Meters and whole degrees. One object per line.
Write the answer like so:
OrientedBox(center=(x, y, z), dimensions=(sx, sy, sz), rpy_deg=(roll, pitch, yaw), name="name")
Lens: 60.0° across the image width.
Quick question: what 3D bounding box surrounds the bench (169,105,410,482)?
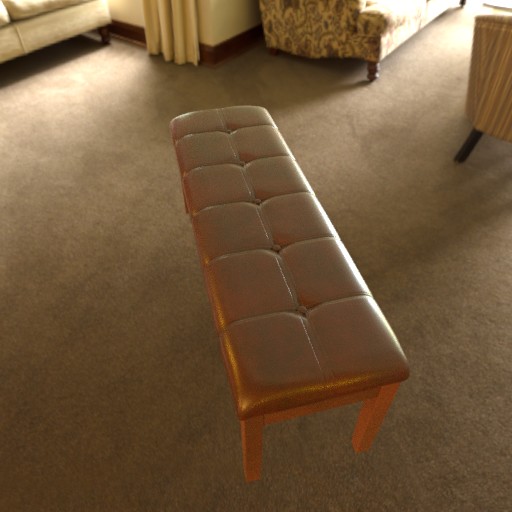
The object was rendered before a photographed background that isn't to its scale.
OrientedBox(center=(0.000, 0.000, 1.500), dimensions=(0.401, 0.491, 1.259), rpy_deg=(-10, 46, -10), name="bench")
